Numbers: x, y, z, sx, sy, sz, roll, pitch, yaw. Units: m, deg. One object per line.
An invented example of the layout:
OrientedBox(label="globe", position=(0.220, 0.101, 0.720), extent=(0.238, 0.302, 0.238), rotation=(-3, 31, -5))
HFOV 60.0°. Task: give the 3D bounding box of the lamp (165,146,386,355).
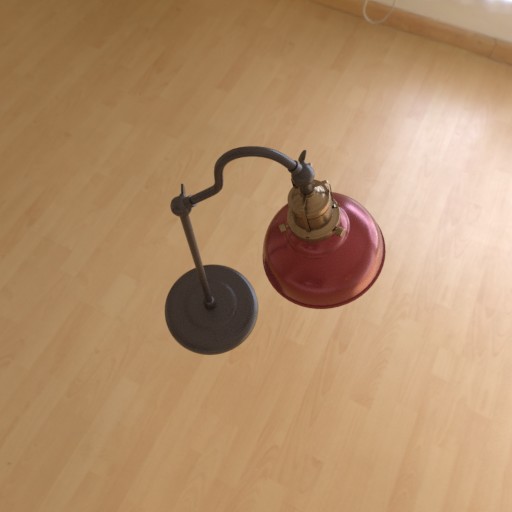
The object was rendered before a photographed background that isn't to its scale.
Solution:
OrientedBox(label="lamp", position=(0.000, 0.000, 0.683), extent=(0.374, 0.508, 0.192), rotation=(1, 64, 1))
